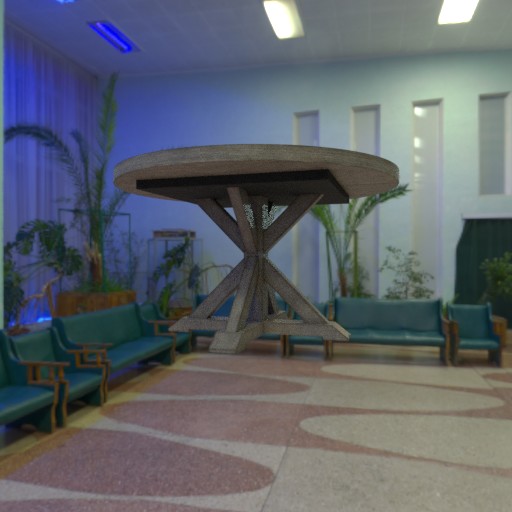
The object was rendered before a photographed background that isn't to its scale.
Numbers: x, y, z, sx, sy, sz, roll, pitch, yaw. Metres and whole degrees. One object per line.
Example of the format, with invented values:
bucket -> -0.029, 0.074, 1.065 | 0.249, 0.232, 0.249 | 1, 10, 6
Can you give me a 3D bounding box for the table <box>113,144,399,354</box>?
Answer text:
table -> 0.000, 0.000, 2.218 | 1.363, 0.781, 1.363 | 0, 0, 0
